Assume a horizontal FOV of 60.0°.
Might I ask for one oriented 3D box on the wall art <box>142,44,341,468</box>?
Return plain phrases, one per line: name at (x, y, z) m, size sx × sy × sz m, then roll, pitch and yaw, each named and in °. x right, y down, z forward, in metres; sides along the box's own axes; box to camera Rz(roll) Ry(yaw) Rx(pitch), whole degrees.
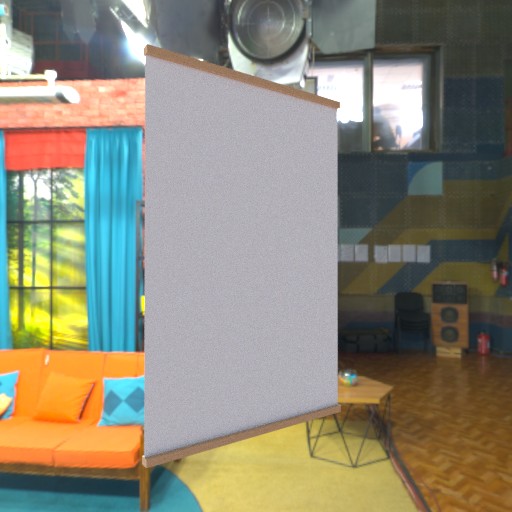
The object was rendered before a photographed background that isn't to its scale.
wall art at (0.000, 0.000, 0.763) m, size 0.401 × 0.611 × 0.016 m, roll 0°, pitch 0°, yaw -36°
